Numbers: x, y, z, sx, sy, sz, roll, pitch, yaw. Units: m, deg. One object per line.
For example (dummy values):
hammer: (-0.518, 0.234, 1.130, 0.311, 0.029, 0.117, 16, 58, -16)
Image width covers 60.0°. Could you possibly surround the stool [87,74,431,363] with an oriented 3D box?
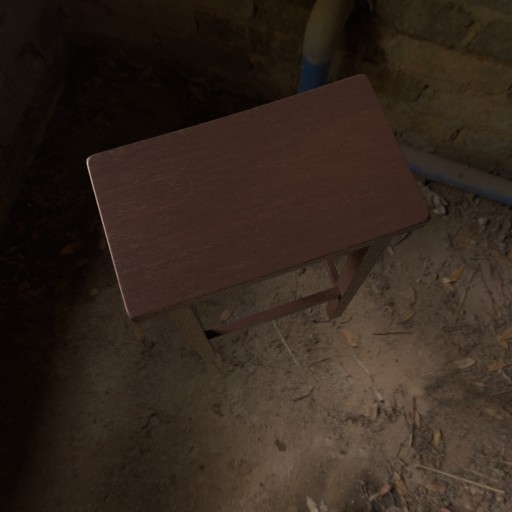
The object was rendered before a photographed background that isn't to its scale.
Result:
stool: (0.000, 0.000, 0.940, 0.406, 0.742, 0.322, -18, 77, -4)
